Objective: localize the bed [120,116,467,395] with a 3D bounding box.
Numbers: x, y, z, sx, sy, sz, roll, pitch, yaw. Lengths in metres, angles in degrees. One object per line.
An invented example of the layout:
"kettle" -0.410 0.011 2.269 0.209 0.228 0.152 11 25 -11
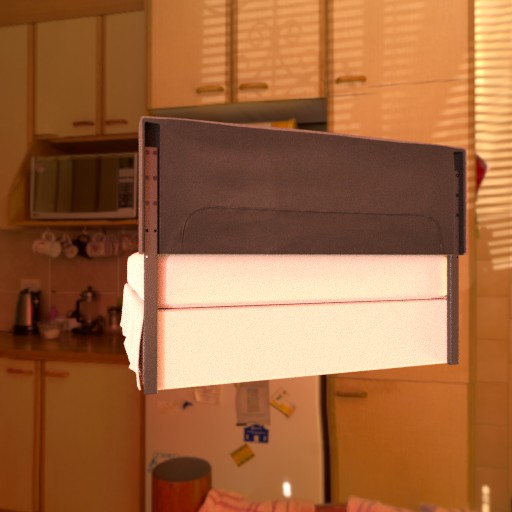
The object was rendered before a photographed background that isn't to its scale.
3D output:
"bed" 0.000 0.000 2.833 1.610 1.089 1.894 0 0 -19
